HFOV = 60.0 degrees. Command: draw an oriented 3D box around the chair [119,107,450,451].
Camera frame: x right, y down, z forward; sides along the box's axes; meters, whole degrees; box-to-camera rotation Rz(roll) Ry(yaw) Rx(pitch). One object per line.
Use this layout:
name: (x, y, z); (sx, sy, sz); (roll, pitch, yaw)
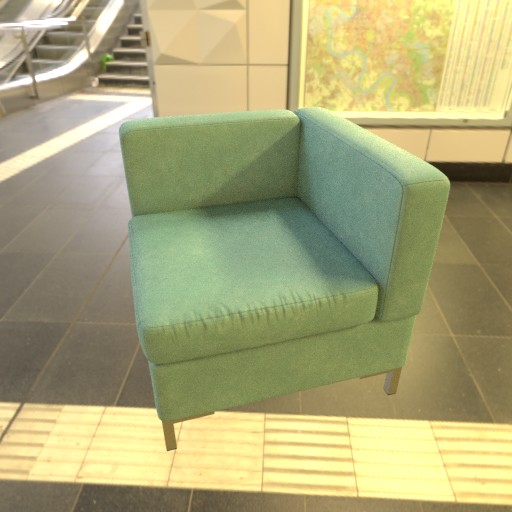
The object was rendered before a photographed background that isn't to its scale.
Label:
chair: (0.000, 0.000, 1.245); (0.680, 0.660, 0.680); (-9, 32, -14)
